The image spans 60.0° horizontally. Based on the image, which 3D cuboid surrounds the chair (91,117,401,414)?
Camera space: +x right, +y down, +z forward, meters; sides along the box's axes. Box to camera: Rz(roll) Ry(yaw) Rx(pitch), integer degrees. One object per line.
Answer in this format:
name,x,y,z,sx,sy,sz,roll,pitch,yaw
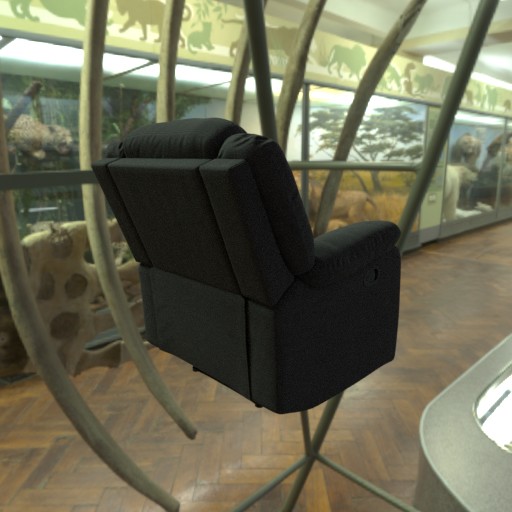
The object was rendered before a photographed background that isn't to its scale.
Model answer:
chair,0.000,0.000,1.756,0.944,1.008,0.899,-12,18,-43
